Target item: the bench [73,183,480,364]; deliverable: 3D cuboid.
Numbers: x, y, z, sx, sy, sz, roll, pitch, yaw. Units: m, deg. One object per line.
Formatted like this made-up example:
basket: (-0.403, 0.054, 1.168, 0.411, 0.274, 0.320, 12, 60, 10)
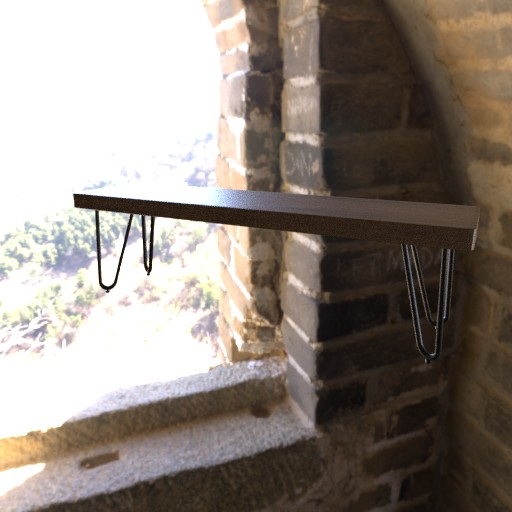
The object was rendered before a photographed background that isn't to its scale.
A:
bench: (0.000, 0.000, 1.796, 1.570, 0.462, 0.425, 8, 18, 26)
